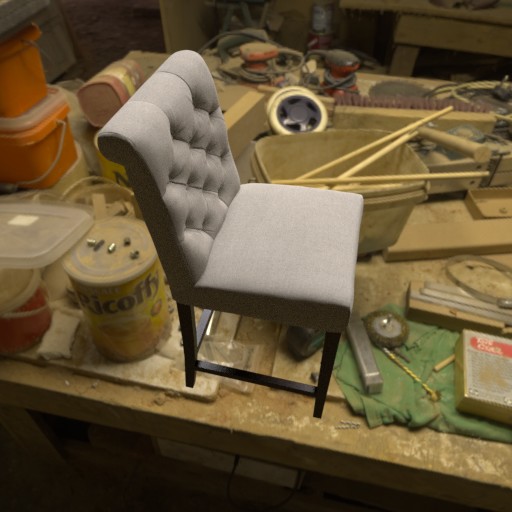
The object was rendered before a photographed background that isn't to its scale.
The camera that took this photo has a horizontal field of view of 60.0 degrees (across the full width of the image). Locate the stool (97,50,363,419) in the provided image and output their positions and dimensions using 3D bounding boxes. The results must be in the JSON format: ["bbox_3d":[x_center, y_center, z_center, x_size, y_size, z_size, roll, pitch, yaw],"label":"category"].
[{"bbox_3d":[0.000,0.000,1.372,0.601,1.040,0.493,10,46,9],"label":"stool"}]
